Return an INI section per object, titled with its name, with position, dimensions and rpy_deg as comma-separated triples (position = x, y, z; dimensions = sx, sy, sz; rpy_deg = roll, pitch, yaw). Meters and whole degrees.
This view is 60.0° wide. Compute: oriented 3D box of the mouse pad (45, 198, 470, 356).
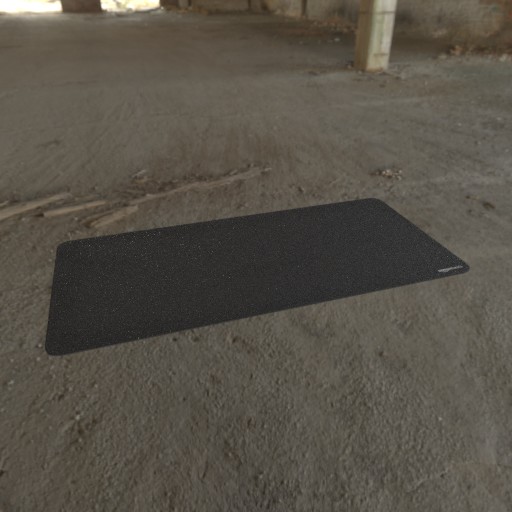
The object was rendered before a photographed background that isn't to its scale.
[mouse pad]
position = 0.000, 0.000, 1.055
dimensions = 0.907, 0.003, 0.424
rpy_deg = -10, 33, -15
